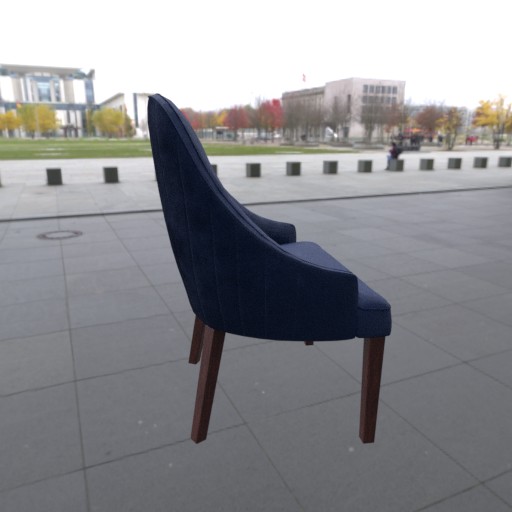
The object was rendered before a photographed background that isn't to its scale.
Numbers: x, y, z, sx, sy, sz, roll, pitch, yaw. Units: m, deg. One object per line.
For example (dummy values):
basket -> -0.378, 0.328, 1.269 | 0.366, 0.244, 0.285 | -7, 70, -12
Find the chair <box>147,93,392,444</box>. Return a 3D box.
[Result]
chair -> 0.000, 0.000, 1.304 | 0.575, 0.889, 0.643 | -2, 16, -9
